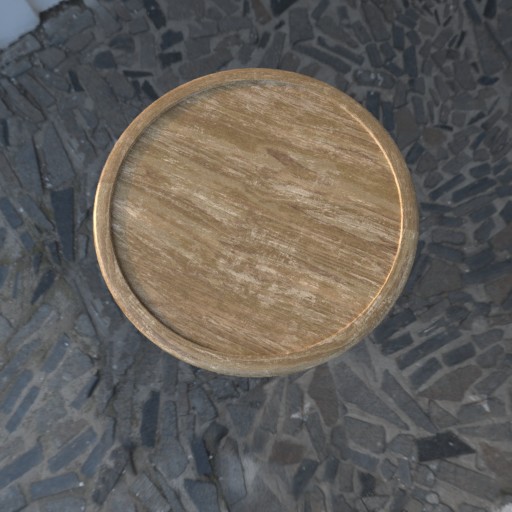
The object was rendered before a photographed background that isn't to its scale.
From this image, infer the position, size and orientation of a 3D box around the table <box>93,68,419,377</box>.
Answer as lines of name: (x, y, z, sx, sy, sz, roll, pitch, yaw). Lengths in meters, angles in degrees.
table: (0.000, 0.000, 0.780, 0.407, 0.482, 0.407, 0, 75, 0)
